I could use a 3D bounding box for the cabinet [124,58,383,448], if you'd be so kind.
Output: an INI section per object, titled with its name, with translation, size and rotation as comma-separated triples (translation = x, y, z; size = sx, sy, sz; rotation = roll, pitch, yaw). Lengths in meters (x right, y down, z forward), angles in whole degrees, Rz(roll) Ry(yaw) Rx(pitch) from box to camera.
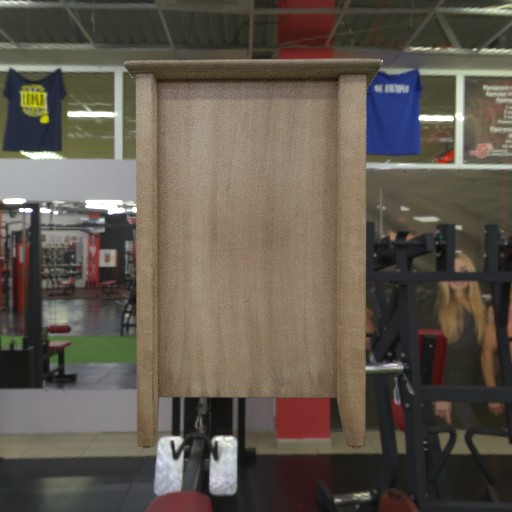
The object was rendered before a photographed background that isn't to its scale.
[cabinet]
translation = 0.000, 0.000, 1.233
size = 0.503, 0.762, 0.763
rotation = 0, 1, 1
